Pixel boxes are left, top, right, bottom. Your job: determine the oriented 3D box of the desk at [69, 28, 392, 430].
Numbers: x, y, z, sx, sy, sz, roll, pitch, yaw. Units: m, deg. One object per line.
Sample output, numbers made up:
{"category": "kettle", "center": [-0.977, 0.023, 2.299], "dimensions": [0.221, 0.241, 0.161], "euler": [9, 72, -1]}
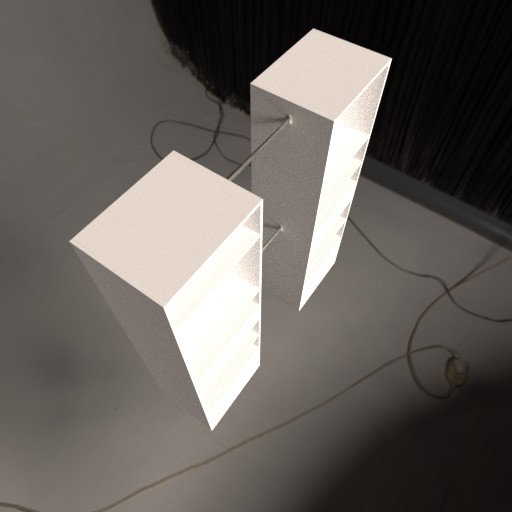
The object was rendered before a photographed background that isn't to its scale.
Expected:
{"category": "desk", "center": [0.000, 0.000, 2.838], "dimensions": [0.480, 2.000, 1.770], "euler": [31, 62, 18]}
